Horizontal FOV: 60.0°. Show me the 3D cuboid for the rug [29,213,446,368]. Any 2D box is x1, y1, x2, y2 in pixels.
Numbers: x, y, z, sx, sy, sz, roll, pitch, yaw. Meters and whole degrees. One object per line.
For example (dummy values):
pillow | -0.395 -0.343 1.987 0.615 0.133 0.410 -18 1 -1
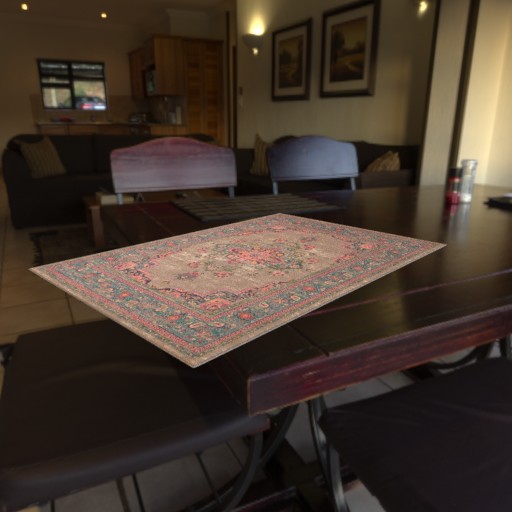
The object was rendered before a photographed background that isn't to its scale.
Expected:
rug | 0.000 0.000 3.681 2.005 0.013 2.890 16 23 42
